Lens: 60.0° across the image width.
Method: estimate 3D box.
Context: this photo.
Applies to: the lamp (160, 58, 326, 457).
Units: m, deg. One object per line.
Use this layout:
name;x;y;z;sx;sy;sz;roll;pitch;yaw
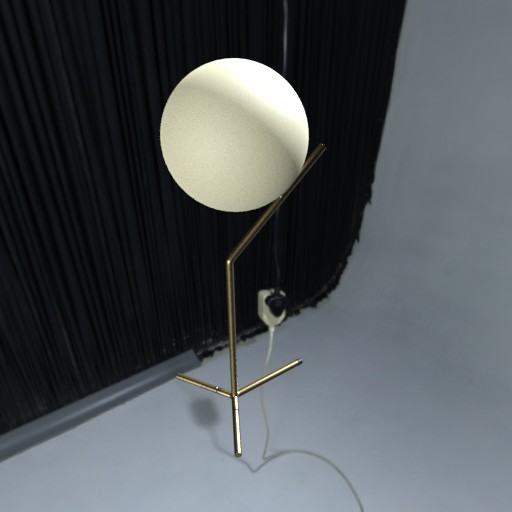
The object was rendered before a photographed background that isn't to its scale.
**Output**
lamp;0.000;0.000;0.671;0.251;0.552;0.210;-19;35;-30
